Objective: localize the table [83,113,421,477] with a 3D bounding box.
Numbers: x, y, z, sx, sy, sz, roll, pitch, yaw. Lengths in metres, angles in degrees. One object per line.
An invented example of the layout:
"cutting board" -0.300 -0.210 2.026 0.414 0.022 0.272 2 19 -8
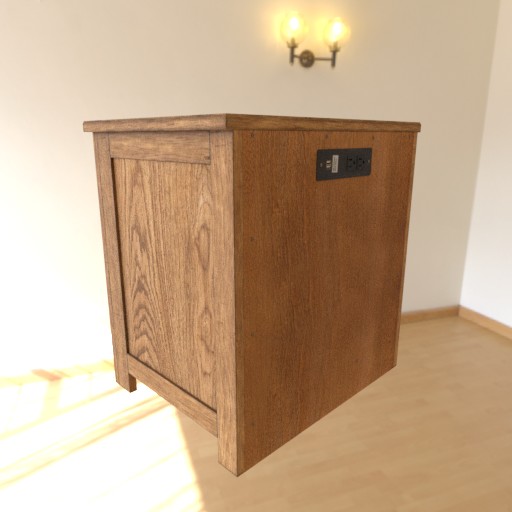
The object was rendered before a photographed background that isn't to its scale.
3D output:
"table" 0.000 0.000 1.079 0.601 0.625 0.494 -14 21 -43
